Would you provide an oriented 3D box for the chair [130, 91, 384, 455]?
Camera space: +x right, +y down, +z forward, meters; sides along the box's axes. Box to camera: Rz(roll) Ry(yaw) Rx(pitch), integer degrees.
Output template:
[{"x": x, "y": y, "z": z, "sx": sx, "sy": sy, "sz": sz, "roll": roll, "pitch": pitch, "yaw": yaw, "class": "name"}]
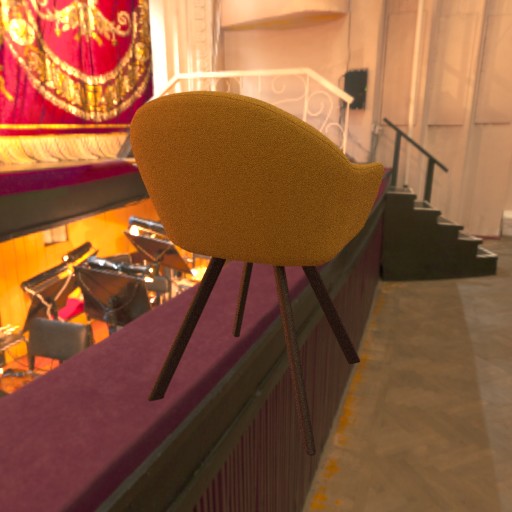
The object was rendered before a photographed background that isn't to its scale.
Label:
[{"x": 0.000, "y": 0.000, "z": 1.151, "sx": 0.545, "sy": 0.775, "sz": 0.565, "roll": 8, "pitch": 18, "yaw": 26, "class": "chair"}]
